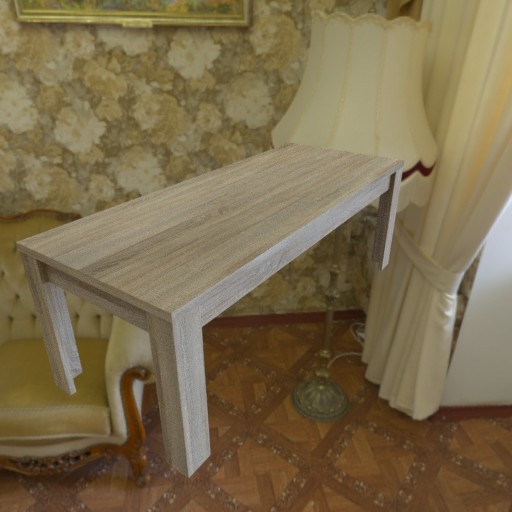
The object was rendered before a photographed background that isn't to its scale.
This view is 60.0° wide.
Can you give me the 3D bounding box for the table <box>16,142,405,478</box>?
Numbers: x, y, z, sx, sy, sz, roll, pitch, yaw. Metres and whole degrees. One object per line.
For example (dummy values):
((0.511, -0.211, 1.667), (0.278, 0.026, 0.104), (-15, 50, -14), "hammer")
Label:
((0.000, 0.000, 2.599), (0.900, 0.790, 2.200), (18, 32, 31), "table")
